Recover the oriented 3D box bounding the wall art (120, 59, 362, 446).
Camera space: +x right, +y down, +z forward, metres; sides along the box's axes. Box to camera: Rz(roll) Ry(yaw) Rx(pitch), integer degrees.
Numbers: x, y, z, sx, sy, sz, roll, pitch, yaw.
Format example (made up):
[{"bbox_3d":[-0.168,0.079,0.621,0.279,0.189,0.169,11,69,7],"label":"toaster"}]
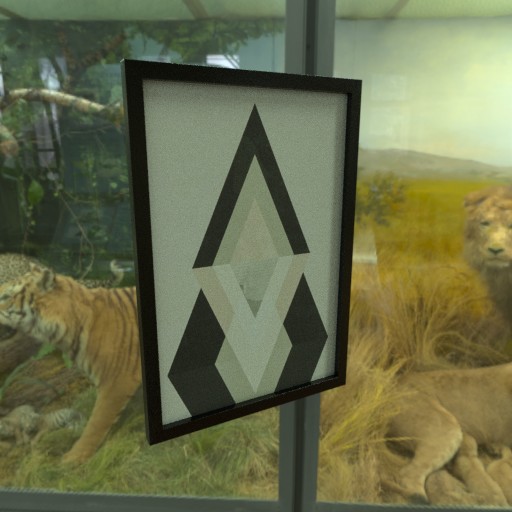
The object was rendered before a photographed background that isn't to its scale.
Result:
[{"bbox_3d":[0.000,0.000,0.586,0.314,0.455,0.019,-7,16,-27],"label":"wall art"}]
